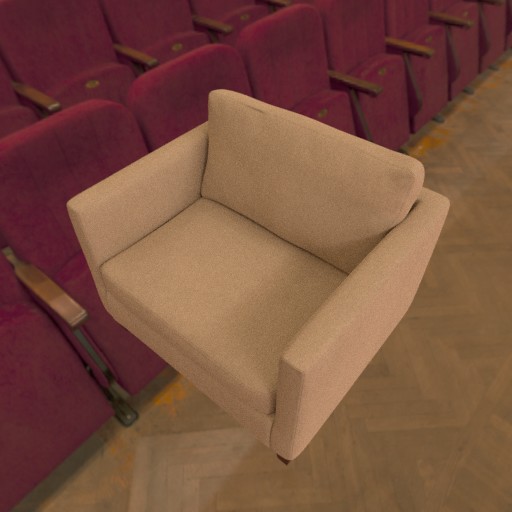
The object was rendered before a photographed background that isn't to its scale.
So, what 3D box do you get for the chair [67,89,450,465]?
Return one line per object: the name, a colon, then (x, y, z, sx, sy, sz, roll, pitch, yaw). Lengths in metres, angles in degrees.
chair: (0.000, 0.000, 1.790, 1.107, 0.961, 0.959, 31, 53, 26)
